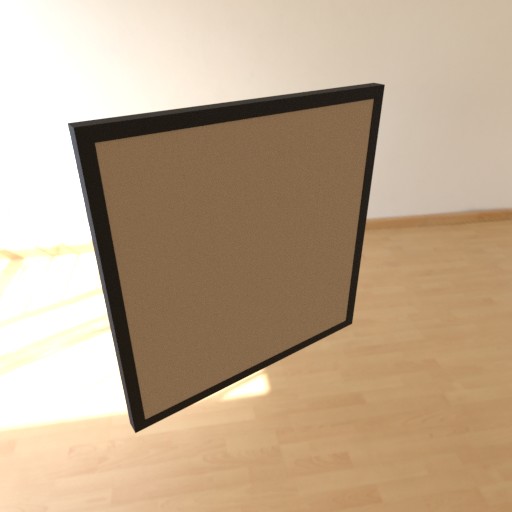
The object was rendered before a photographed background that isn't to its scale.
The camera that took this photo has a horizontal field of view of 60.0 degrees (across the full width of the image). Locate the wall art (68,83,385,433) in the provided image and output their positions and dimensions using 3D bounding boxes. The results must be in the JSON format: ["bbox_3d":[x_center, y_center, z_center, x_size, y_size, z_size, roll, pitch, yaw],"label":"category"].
[{"bbox_3d":[0.000,0.000,0.451,0.306,0.304,0.015,-19,35,-30],"label":"wall art"}]
